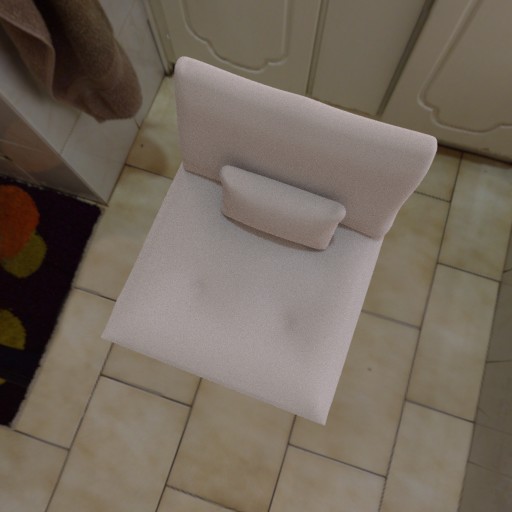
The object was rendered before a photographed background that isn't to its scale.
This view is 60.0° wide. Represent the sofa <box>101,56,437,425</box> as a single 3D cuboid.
[{"bbox_3d":[0.000,0.000,1.708,0.935,0.828,1.000,20,76,5],"label":"sofa"}]
